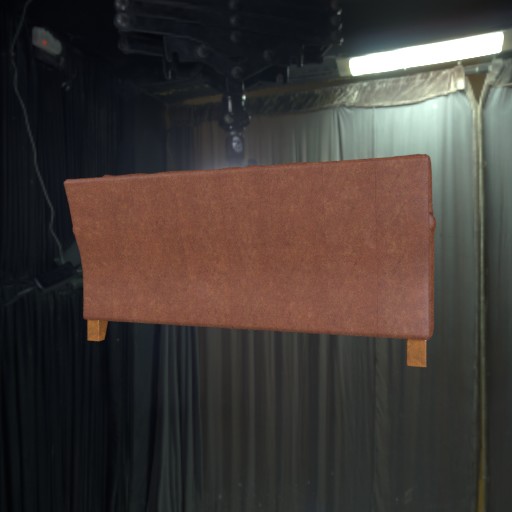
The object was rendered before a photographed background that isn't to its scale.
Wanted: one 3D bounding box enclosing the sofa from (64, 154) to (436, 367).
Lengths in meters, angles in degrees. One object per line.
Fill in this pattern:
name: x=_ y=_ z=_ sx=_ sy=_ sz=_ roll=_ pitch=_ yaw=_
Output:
sofa: x=0.000 y=0.000 z=2.821 sx=2.144 sy=1.071 sz=1.147 roll=0 pitch=0 yaw=20
